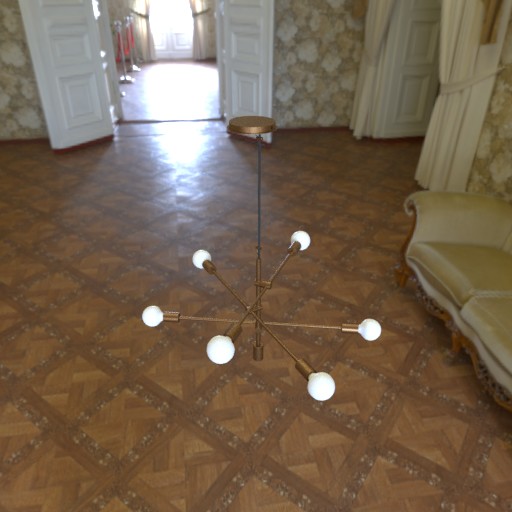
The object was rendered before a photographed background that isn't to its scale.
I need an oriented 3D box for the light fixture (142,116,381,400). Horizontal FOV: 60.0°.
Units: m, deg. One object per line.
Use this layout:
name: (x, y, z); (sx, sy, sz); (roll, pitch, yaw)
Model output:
light fixture: (0.000, 0.000, 1.243); (0.682, 0.744, 0.637); (19, 35, 29)
